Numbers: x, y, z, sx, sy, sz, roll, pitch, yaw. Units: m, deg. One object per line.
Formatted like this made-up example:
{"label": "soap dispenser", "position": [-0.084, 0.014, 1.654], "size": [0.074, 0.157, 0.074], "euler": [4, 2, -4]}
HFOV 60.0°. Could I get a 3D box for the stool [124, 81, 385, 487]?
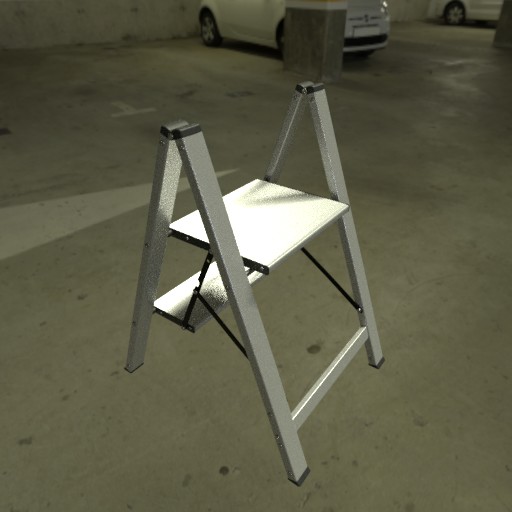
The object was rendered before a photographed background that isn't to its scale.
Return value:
{"label": "stool", "position": [0.000, 0.000, 0.987], "size": [0.535, 0.670, 0.440], "euler": [21, 38, 30]}
